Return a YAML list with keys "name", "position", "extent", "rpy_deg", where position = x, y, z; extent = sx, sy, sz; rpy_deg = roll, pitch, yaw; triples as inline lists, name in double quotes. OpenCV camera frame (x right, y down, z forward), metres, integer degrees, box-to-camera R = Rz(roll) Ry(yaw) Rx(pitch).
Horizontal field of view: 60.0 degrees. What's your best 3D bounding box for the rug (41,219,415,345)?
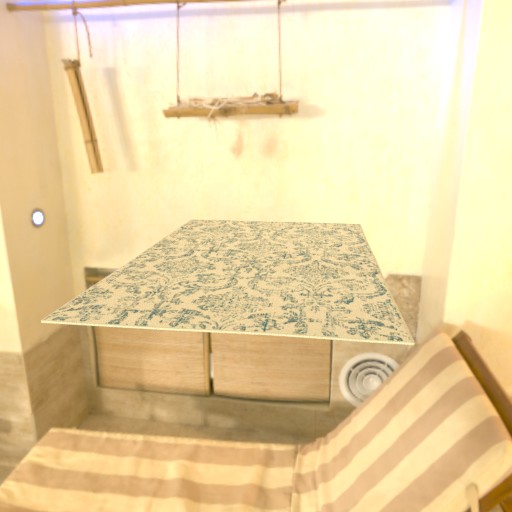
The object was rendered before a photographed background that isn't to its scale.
- name: "rug"
  position: [0.000, 0.000, 3.421]
  extent: [1.819, 0.018, 2.746]
  rpy_deg: [2, 16, 8]
